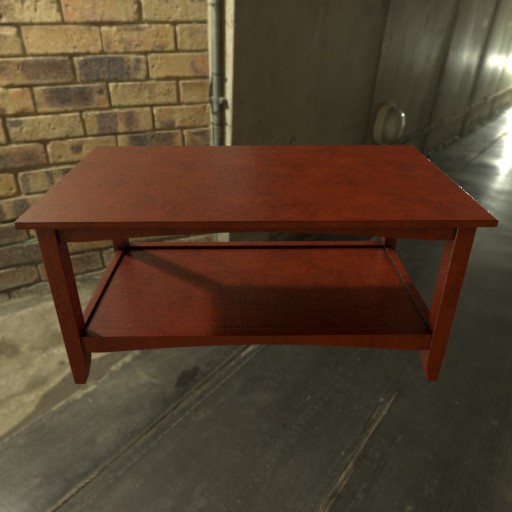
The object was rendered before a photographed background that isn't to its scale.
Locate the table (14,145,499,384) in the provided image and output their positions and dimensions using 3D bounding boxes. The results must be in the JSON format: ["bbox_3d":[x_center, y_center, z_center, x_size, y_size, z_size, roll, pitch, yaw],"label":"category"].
[{"bbox_3d":[0.000,0.000,1.202,0.943,0.456,0.533,0,30,-1],"label":"table"}]
